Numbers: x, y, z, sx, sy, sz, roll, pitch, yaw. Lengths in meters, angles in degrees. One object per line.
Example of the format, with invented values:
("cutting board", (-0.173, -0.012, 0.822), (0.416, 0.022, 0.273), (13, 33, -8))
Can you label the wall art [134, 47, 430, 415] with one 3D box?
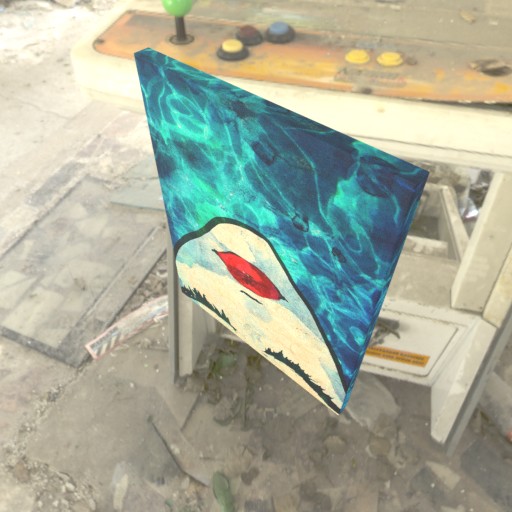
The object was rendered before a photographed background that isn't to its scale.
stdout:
("wall art", (0.000, 0.000, 1.019), (0.609, 0.760, 0.038), (33, 56, 27))
